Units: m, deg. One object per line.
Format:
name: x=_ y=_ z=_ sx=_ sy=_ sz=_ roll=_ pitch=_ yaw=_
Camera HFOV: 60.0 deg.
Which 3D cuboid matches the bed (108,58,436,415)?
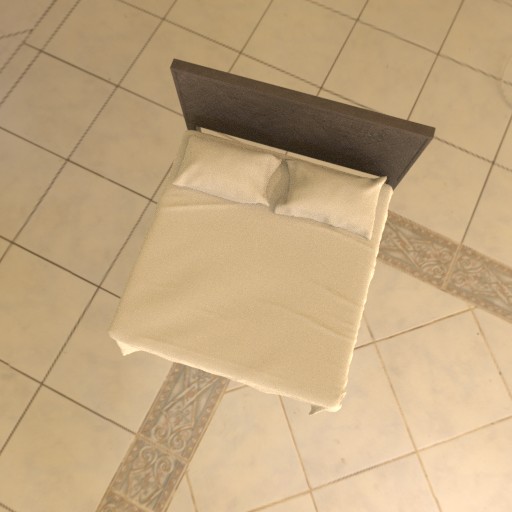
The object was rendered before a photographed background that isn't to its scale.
bed: x=0.000 y=0.000 z=2.951 sx=1.772 sy=1.142 sz=1.785 roll=16 pitch=76 yaw=4
